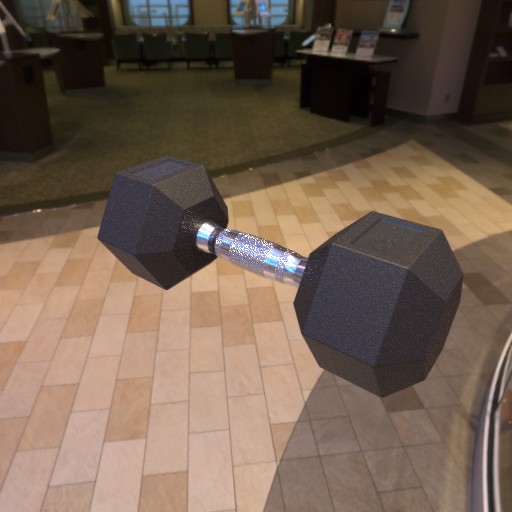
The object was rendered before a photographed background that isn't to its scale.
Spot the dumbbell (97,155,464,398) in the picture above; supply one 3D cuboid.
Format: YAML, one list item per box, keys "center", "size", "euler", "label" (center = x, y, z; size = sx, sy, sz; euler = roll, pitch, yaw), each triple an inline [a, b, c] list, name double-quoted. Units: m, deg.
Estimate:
- center: [0.000, 0.000, 0.427]
  size: [0.356, 0.123, 0.141]
  euler: [21, 36, 31]
  label: "dumbbell"
